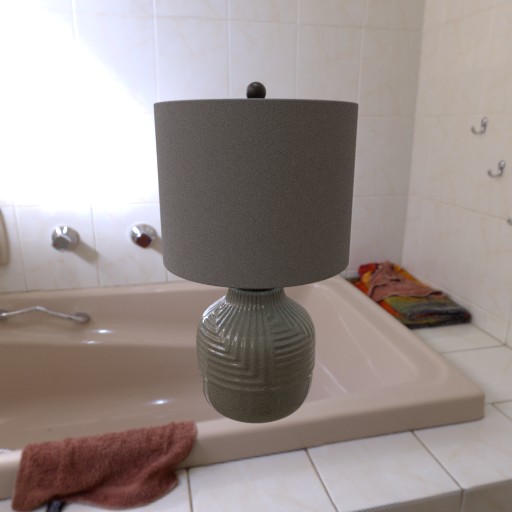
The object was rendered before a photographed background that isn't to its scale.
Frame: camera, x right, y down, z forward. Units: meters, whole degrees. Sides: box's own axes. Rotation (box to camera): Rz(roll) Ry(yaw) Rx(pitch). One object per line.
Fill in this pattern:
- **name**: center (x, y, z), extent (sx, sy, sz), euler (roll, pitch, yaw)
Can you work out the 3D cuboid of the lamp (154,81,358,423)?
- **lamp**: center (0.000, 0.000, 0.772), extent (0.318, 0.567, 0.318), euler (0, 16, 0)
